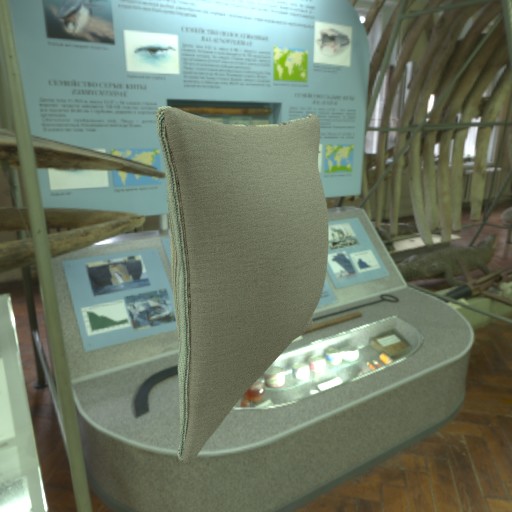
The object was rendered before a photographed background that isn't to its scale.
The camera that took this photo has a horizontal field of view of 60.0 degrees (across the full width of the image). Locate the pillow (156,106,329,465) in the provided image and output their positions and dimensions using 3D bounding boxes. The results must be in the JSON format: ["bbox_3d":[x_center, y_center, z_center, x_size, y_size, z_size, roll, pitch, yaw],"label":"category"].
[{"bbox_3d":[0.000,0.000,0.667,0.189,0.416,0.435,8,19,26],"label":"pillow"}]
